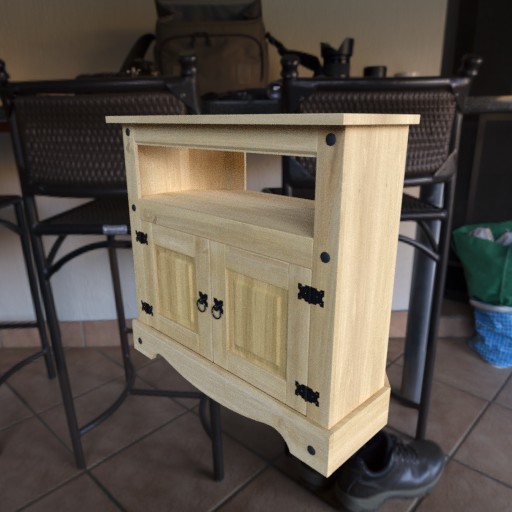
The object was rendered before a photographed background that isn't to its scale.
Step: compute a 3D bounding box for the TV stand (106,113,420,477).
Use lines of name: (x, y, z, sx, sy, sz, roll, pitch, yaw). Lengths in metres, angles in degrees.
TV stand: (0.000, 0.000, 1.295, 0.425, 0.781, 0.851, -16, 23, -42)
